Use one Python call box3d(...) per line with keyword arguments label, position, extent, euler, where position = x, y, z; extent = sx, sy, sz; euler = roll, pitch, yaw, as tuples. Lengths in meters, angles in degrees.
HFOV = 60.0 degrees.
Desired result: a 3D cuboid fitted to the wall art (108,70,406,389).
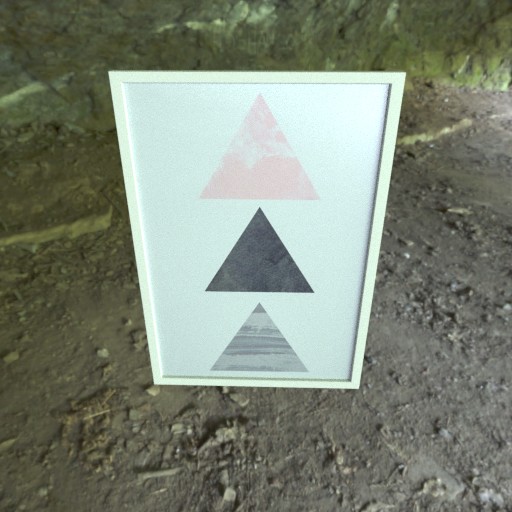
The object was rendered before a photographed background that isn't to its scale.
box3d(label="wall art", position=(0.000, 0.000, 0.559), extent=(0.303, 0.433, 0.013), euler=(1, 28, 2))
